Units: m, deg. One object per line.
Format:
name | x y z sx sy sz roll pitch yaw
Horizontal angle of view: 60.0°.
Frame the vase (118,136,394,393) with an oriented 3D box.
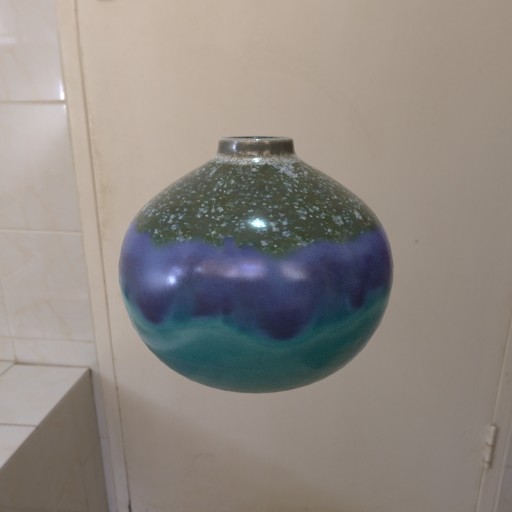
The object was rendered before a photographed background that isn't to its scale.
vase | 0.000 0.000 0.257 0.154 0.133 0.154 0 17 0
